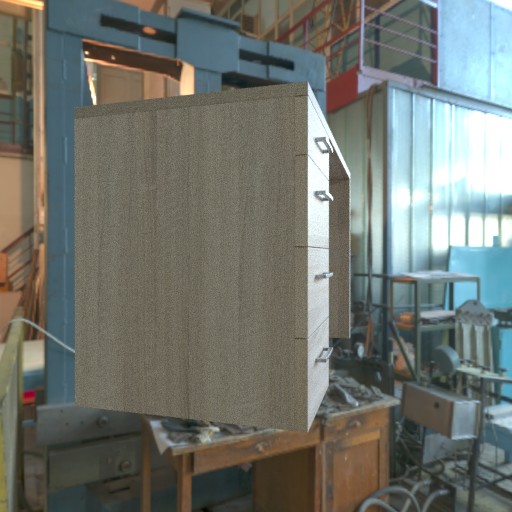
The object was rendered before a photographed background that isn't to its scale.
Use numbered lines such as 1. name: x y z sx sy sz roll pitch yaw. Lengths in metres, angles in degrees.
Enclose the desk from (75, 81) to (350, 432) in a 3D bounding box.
1. desk: 0.000 0.000 1.527 0.600 0.731 1.100 0 0 16
